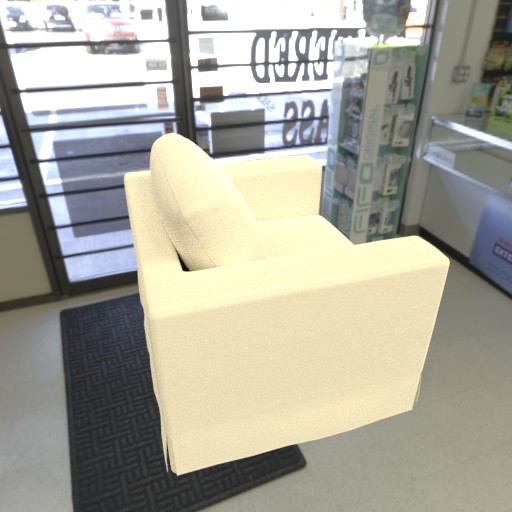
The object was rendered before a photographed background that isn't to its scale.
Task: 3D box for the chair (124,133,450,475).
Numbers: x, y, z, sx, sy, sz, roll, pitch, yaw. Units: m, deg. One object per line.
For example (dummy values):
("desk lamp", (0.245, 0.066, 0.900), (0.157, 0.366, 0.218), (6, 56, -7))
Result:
("chair", (0.000, 0.000, 1.805), (0.957, 0.878, 1.150), (-9, 31, -15))
